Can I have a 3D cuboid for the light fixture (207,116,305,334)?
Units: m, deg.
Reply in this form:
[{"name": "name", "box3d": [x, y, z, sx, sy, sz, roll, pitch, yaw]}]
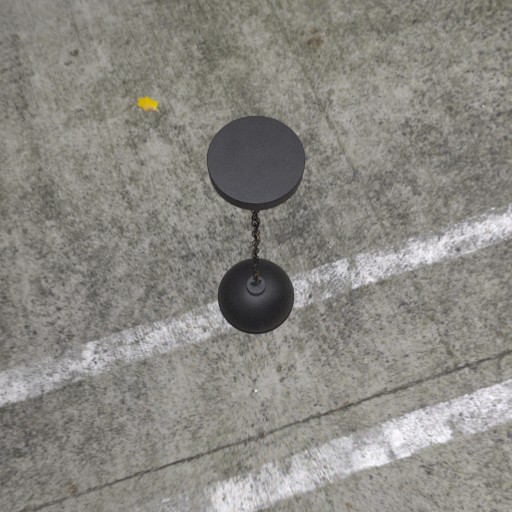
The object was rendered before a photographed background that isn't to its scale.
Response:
[{"name": "light fixture", "box3d": [0.000, 0.000, 1.238, 0.304, 1.090, 0.304, -17, 74, -5]}]
